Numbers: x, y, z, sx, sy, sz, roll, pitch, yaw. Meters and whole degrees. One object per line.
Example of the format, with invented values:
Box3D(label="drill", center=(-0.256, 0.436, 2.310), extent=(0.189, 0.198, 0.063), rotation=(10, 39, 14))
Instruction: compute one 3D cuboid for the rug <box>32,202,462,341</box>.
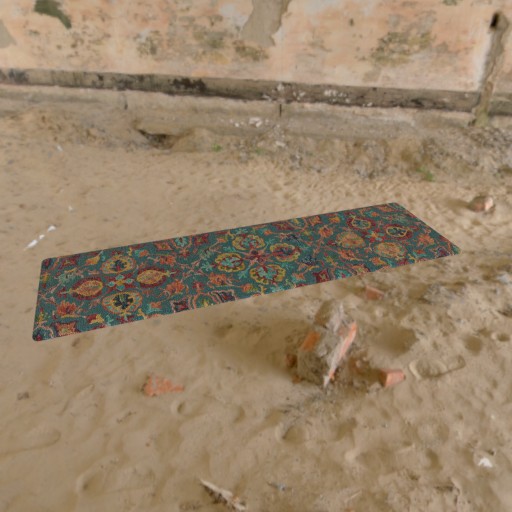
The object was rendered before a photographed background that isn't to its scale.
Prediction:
Box3D(label="rug", center=(0.000, 0.000, 2.504), extent=(2.286, 0.013, 0.686), rotation=(-10, 34, -16))
